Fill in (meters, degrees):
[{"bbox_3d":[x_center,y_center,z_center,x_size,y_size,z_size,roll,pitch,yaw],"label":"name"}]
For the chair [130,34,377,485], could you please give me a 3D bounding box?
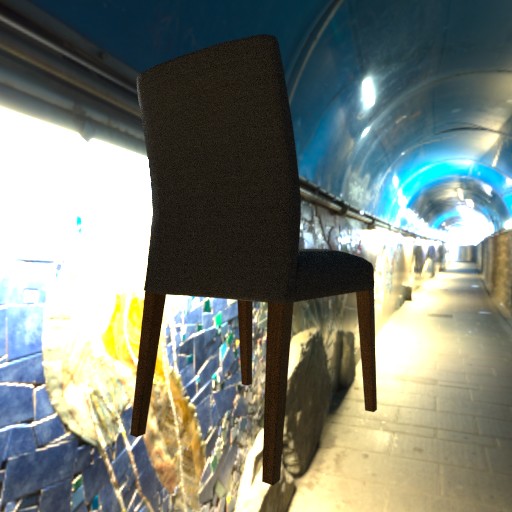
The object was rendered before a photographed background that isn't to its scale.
[{"bbox_3d":[0.000,0.000,1.250,0.496,0.940,0.585,0,1,35],"label":"chair"}]
